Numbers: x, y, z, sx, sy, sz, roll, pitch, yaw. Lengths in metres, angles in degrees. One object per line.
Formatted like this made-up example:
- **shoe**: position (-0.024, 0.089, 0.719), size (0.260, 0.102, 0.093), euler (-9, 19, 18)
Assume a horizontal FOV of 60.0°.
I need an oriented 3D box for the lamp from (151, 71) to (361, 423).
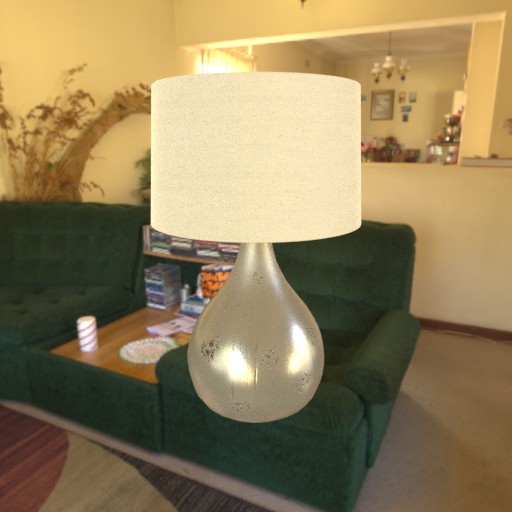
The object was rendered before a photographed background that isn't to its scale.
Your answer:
- **lamp**: position (0.000, 0.000, 0.729), size (0.330, 0.521, 0.330), euler (0, 14, 0)
